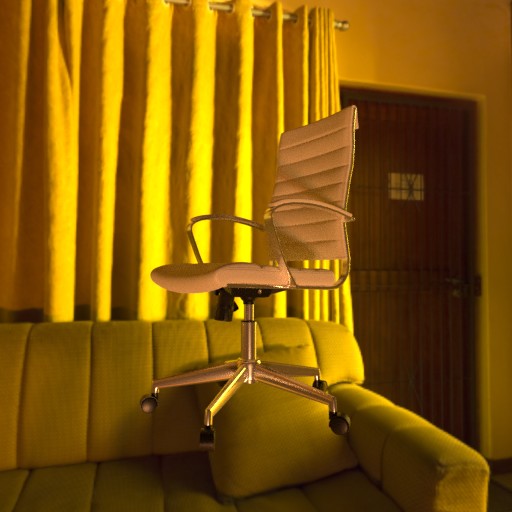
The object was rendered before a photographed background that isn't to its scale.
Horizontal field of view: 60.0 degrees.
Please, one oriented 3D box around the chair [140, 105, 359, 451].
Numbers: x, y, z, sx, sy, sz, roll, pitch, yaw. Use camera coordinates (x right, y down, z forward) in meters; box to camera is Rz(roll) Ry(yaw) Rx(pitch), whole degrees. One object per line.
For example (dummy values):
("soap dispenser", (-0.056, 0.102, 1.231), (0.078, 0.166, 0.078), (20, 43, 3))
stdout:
("chair", (0.000, 0.000, 1.669), (0.739, 1.149, 0.766), (1, -2, -36))
